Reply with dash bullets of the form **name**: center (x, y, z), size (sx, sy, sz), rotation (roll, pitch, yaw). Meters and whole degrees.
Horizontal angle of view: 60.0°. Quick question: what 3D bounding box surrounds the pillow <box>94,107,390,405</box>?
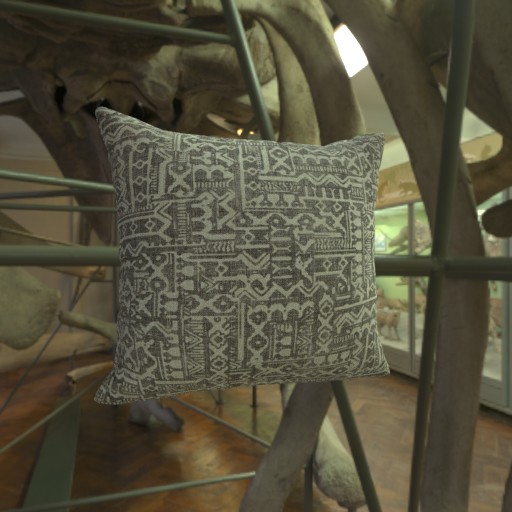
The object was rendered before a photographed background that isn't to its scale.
- **pillow**: center (0.000, 0.000, 0.795), size (0.546, 0.487, 0.180), rotation (0, 0, -17)
